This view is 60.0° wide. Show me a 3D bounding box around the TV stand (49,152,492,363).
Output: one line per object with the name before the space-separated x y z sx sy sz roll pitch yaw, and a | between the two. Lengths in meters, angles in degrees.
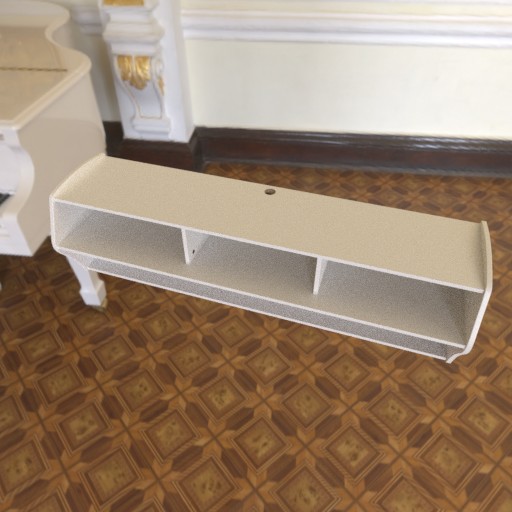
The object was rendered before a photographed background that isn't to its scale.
TV stand | 0.000 0.000 1.627 1.473 0.424 0.397 13 43 14
